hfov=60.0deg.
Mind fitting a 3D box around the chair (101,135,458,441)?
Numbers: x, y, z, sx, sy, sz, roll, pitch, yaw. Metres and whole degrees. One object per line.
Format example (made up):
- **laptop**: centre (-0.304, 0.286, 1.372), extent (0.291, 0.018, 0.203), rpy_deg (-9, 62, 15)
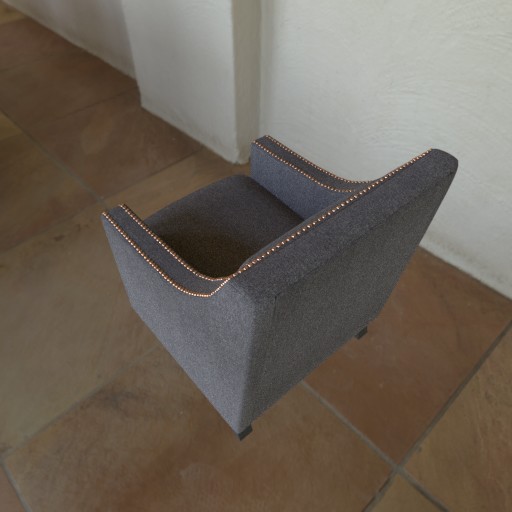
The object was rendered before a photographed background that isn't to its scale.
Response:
- **chair**: centre (0.000, 0.000, 1.622), extent (0.776, 0.967, 0.884), rpy_deg (-32, 55, -26)
